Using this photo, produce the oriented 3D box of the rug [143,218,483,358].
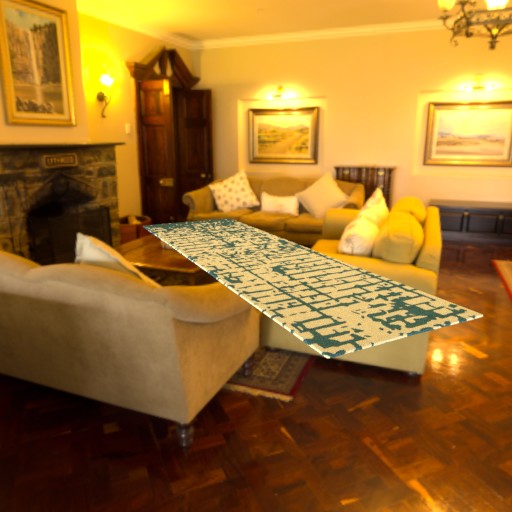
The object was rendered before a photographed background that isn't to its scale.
[{"bbox_3d":[0.000,0.000,2.614,0.750,0.011,2.435,-8,17,-26],"label":"rug"}]
